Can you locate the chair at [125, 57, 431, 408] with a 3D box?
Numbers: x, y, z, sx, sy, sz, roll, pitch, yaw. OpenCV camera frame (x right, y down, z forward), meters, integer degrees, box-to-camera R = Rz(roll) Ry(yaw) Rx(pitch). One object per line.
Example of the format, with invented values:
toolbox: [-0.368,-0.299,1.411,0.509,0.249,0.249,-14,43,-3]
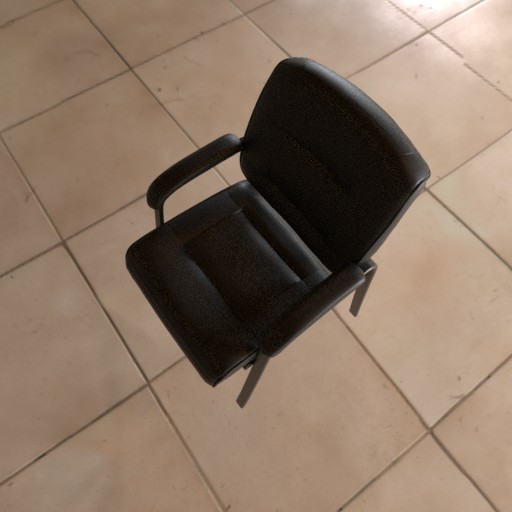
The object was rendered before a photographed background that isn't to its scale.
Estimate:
chair: [0.000,0.000,1.329,0.668,0.910,0.591,-34,69,-15]
